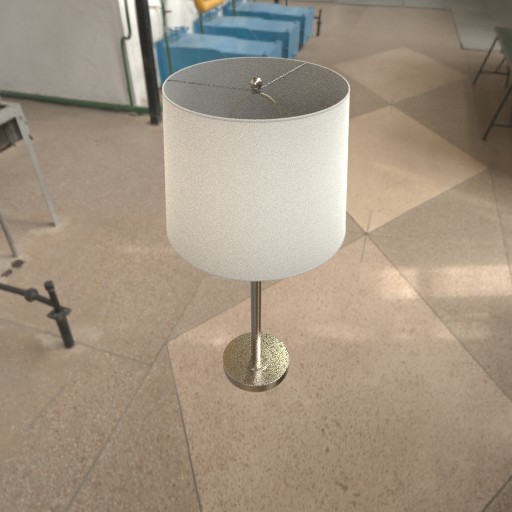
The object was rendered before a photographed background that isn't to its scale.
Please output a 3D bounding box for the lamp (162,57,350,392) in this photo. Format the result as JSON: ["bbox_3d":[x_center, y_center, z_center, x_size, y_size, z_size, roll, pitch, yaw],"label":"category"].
[{"bbox_3d":[0.000,0.000,0.886,0.333,0.696,0.333,0,39,0],"label":"lamp"}]
